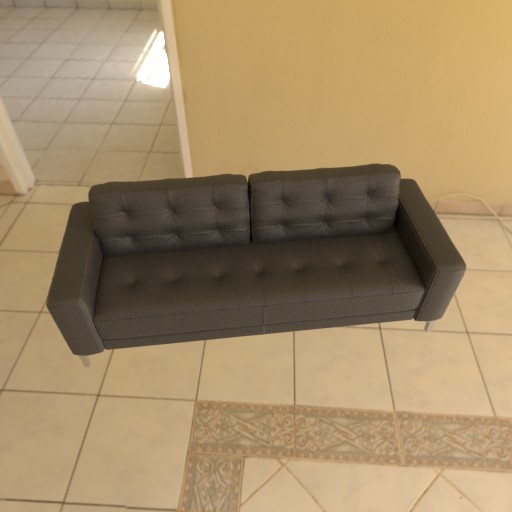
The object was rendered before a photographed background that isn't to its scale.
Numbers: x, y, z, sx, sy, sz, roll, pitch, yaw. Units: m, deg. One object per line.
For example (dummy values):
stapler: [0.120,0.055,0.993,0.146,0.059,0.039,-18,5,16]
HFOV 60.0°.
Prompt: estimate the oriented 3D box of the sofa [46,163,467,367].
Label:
sofa: [0.000,0.000,2.737,2.275,0.893,0.833,-5,46,-5]
